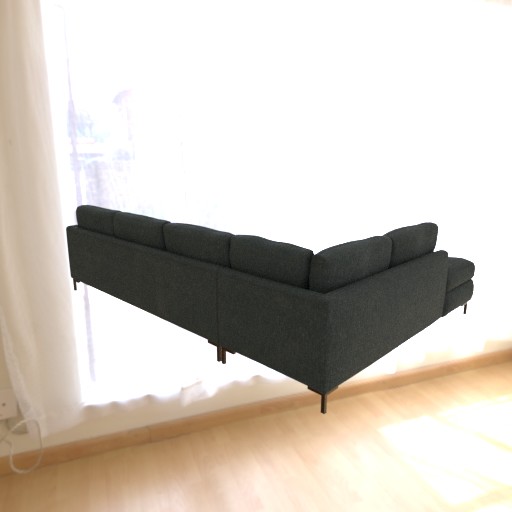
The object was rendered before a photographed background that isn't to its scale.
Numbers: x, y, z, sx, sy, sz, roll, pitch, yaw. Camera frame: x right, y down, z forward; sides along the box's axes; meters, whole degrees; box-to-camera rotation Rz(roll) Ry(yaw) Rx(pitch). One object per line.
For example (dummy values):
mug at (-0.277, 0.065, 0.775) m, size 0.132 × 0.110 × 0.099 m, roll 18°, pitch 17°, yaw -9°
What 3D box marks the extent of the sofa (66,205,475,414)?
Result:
sofa at (0.000, 0.000, 3.787) m, size 2.949 × 0.815 × 2.007 m, roll 13°, pitch 19°, yaw 43°
